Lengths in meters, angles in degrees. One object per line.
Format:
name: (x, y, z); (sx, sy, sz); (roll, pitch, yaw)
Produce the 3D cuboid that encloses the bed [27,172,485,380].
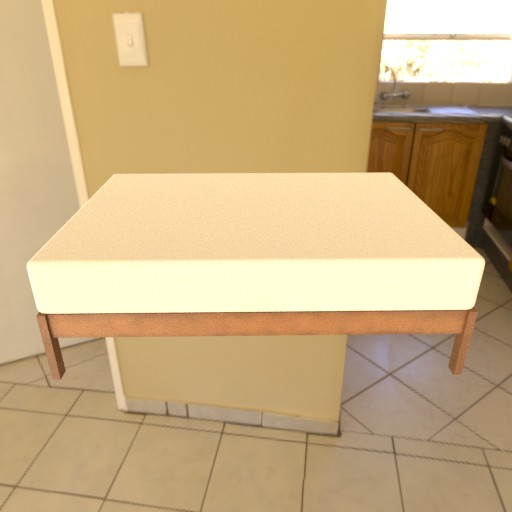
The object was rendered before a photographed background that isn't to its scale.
bed: (0.000, 0.000, 2.560); (1.927, 0.616, 1.348); (0, 26, -1)
